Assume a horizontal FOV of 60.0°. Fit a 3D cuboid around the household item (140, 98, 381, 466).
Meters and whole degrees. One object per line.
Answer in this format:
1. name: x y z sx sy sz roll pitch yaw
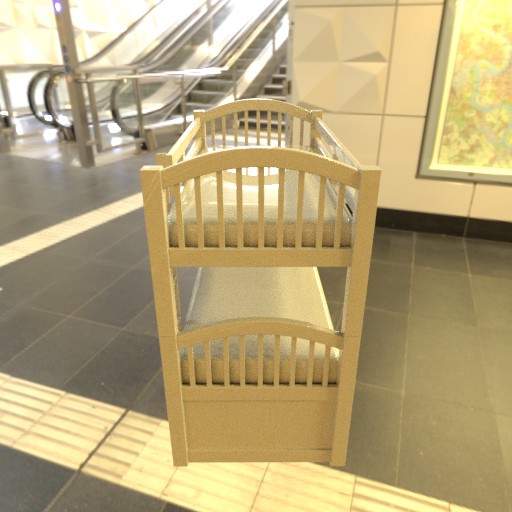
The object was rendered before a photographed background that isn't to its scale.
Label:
1. household item: 0.000 0.000 3.330 1.143 2.032 2.032 0 26 0
